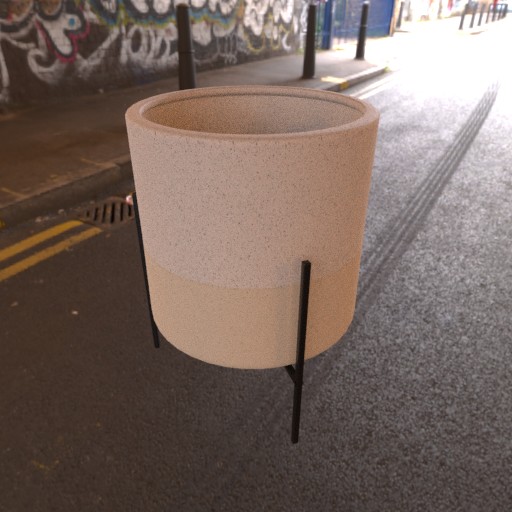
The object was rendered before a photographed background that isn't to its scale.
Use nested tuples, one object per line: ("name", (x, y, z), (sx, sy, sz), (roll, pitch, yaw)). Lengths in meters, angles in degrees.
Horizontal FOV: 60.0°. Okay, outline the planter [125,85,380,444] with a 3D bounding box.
("planter", (0.000, 0.000, 0.649), (0.313, 0.423, 0.335), (-10, 32, -17))
